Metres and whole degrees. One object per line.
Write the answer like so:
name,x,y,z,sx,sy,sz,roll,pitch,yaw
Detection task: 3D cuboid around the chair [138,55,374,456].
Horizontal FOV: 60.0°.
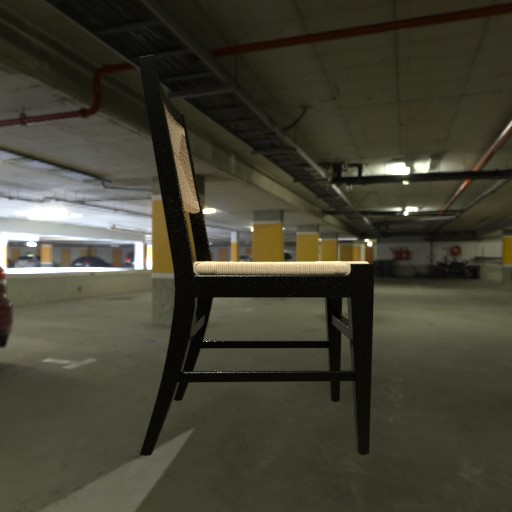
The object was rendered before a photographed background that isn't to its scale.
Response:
chair,0.000,0.000,1.234,0.552,0.927,0.437,0,-1,0
